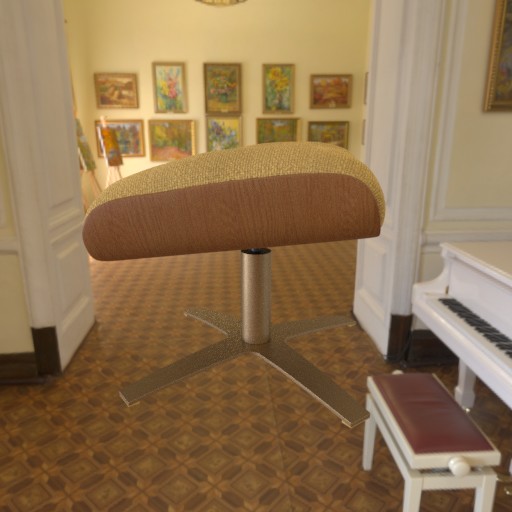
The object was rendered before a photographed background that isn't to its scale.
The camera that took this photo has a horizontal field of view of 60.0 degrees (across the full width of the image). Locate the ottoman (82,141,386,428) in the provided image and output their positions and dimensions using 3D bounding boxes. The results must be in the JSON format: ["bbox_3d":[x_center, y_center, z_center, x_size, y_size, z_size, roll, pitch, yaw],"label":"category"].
[{"bbox_3d":[0.000,0.000,0.794,0.394,0.391,0.520,2,16,8],"label":"ottoman"}]
